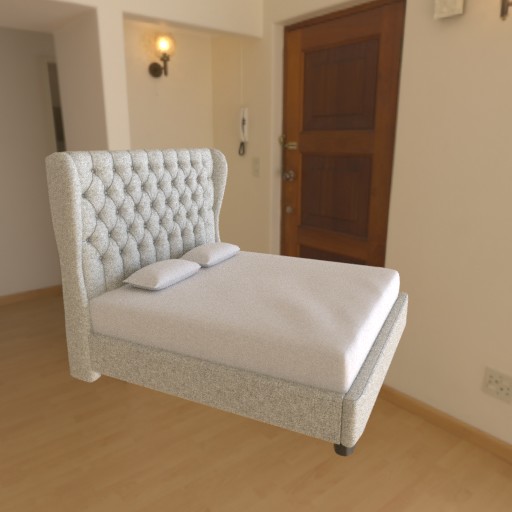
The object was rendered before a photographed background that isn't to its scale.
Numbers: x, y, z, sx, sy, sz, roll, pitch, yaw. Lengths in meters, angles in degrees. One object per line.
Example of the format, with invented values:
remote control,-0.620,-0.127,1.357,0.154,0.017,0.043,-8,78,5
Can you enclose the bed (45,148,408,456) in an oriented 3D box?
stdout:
bed,0.000,0.000,3.817,2.347,1.771,2.219,7,16,25
